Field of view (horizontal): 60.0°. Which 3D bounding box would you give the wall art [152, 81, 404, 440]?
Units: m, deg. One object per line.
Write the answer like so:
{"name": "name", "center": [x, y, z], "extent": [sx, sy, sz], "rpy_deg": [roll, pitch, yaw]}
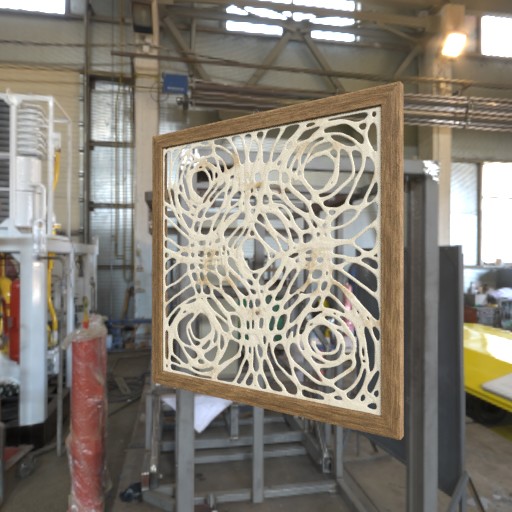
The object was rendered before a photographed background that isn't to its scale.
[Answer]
{"name": "wall art", "center": [0.000, 0.000, 0.859], "extent": [0.561, 0.576, 0.021], "rpy_deg": [0, 0, 35]}
